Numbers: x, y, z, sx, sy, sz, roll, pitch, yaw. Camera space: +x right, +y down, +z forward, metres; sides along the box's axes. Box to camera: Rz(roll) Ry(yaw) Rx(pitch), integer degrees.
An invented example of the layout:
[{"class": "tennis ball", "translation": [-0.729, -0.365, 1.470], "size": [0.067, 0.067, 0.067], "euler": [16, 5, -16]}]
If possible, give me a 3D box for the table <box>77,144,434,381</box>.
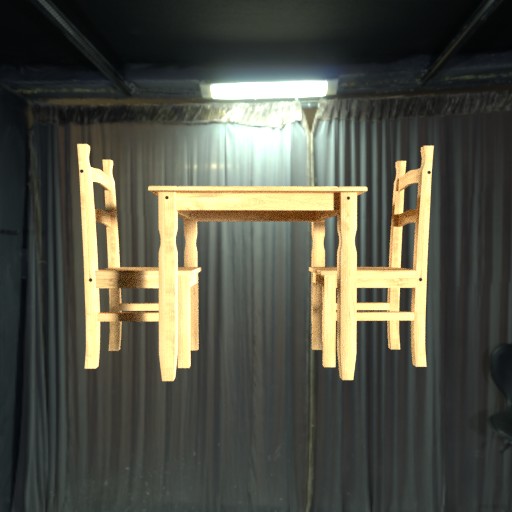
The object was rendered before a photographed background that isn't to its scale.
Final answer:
[{"class": "table", "translation": [0.000, 0.000, 2.054], "size": [1.501, 0.942, 0.813], "euler": [0, 1, -1]}]
